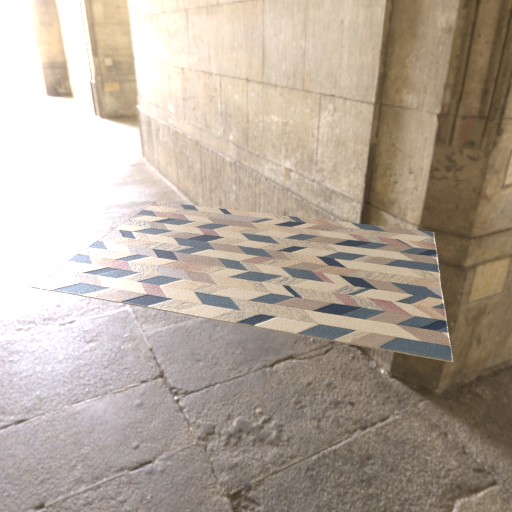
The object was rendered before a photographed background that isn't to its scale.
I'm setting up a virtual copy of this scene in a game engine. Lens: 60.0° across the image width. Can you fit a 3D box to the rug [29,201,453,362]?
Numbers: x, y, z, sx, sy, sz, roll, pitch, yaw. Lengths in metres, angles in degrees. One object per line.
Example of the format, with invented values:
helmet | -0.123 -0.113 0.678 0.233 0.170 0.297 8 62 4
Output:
rug | 0.000 0.000 2.305 1.813 0.006 1.202 8 28 15
